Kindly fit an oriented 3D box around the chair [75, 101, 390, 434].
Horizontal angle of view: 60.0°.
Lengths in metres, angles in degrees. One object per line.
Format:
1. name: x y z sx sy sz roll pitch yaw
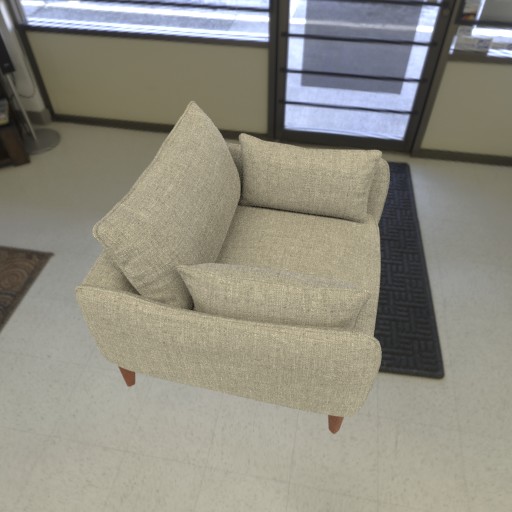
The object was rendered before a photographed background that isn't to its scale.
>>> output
1. chair: 0.000 0.000 1.736 0.976 0.839 0.993 10 48 9
